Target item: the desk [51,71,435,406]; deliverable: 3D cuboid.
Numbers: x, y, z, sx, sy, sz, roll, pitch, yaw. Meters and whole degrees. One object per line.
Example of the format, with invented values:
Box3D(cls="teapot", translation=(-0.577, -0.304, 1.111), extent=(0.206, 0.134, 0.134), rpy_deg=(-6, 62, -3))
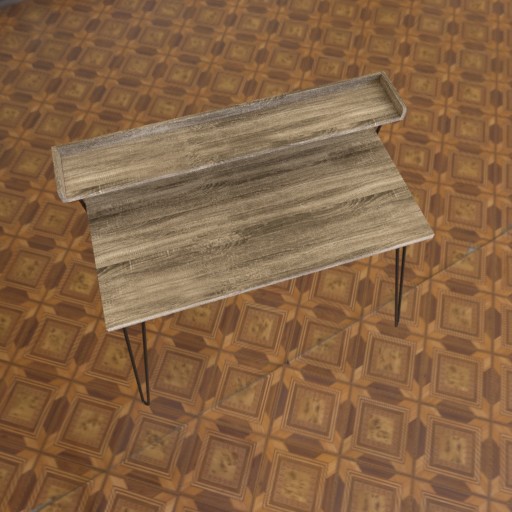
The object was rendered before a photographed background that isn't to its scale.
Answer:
Box3D(cls="desk", translation=(0.000, 0.000, 1.594), extent=(1.135, 0.899, 0.605), rpy_deg=(-16, 64, -8))
